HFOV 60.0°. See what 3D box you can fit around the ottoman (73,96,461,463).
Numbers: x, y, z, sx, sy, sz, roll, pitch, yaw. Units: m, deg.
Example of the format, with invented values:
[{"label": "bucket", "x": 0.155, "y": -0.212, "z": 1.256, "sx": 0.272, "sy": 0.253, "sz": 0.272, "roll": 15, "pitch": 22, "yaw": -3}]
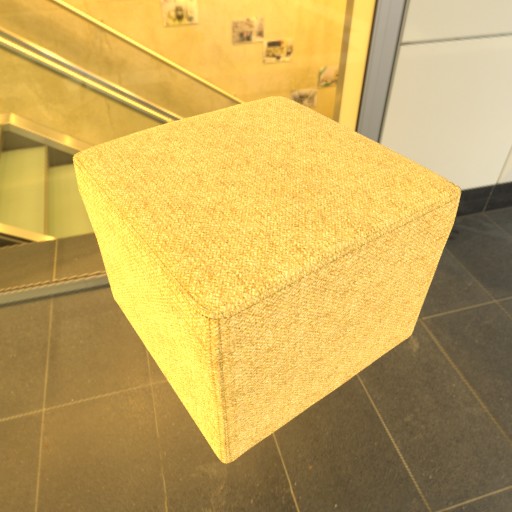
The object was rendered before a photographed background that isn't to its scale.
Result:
[{"label": "ottoman", "x": 0.000, "y": 0.000, "z": 0.902, "sx": 0.505, "sy": 0.441, "sz": 0.512, "roll": -25, "pitch": 47, "yaw": -26}]
